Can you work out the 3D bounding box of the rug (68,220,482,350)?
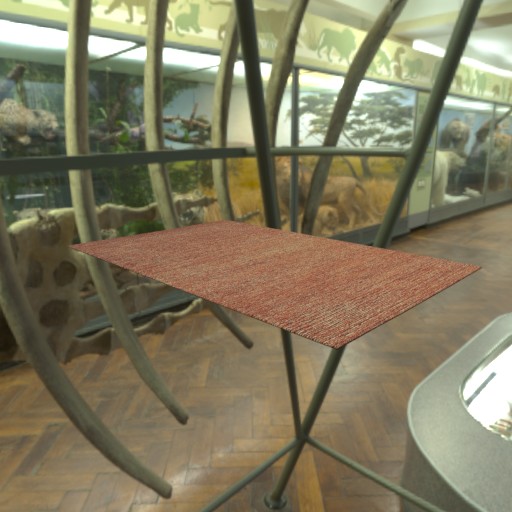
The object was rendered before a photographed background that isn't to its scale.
[{"bbox_3d":[0.000,0.000,2.196,1.747,0.011,1.139,14,20,43],"label":"rug"}]
